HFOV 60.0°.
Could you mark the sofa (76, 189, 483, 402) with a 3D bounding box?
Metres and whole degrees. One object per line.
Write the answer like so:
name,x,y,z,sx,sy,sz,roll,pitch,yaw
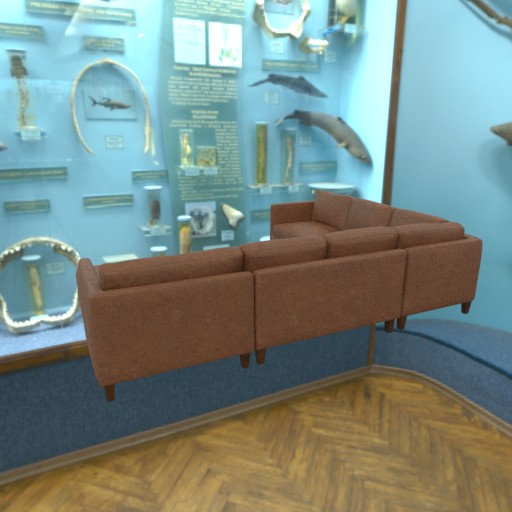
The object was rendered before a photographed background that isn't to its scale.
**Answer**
sofa,0.000,0.000,4.539,3.460,0.923,2.593,-8,18,-24
